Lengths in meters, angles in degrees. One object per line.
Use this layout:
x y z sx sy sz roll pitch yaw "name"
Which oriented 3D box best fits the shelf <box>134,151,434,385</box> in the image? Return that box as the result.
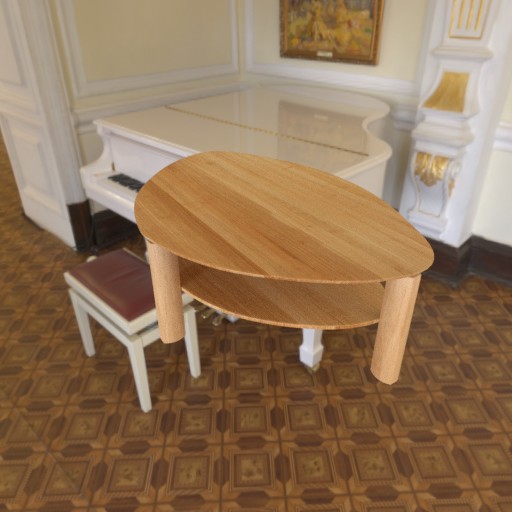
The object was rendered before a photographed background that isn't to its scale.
0.000 0.000 1.682 0.845 0.440 1.246 -19 35 -29 "shelf"
